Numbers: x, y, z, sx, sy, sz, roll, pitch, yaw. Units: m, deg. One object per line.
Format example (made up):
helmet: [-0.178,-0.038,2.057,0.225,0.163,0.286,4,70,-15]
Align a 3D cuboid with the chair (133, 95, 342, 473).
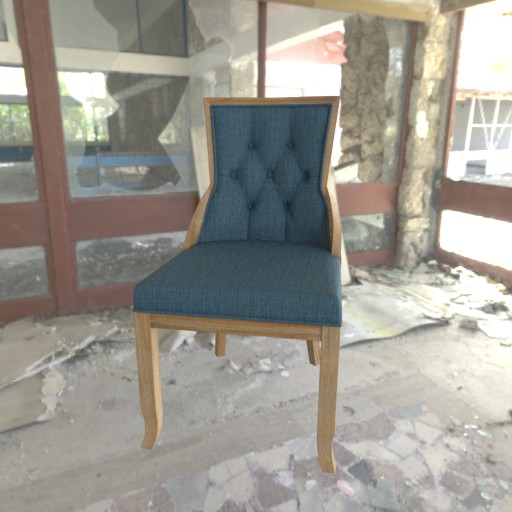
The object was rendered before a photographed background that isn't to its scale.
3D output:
chair: [0.000,0.000,1.341,0.524,0.947,0.641,3,16,10]
